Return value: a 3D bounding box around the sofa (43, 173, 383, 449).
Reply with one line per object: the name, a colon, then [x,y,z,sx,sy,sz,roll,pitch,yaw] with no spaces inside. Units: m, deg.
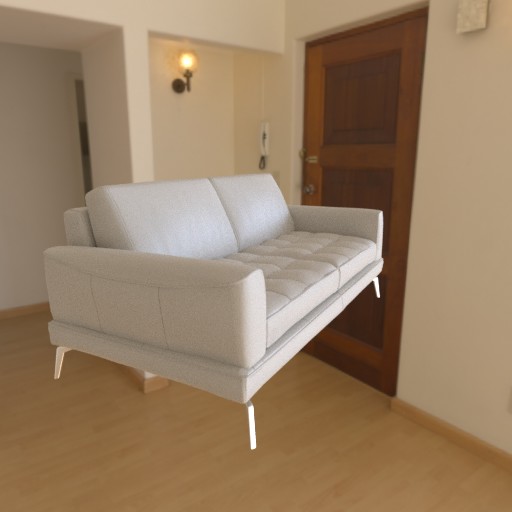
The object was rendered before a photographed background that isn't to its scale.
sofa: [0.000,0.000,2.691,1.121,0.930,2.177,7,15,28]
